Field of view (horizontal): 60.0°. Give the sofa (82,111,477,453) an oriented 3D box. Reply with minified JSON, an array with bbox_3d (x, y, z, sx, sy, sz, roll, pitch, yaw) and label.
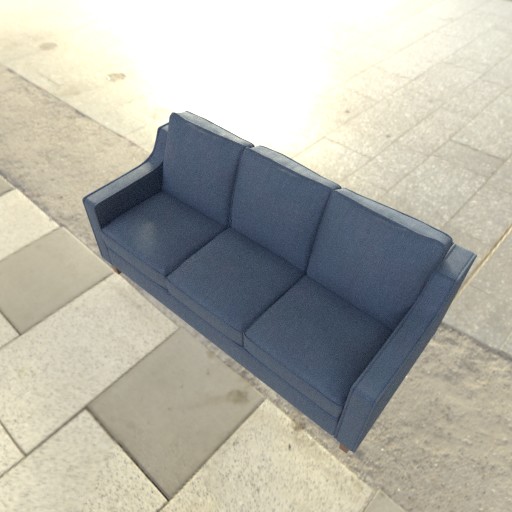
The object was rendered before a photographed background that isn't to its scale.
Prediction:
[{"bbox_3d":[0.000,0.000,2.536,1.986,0.974,0.911,32,55,26],"label":"sofa"}]
